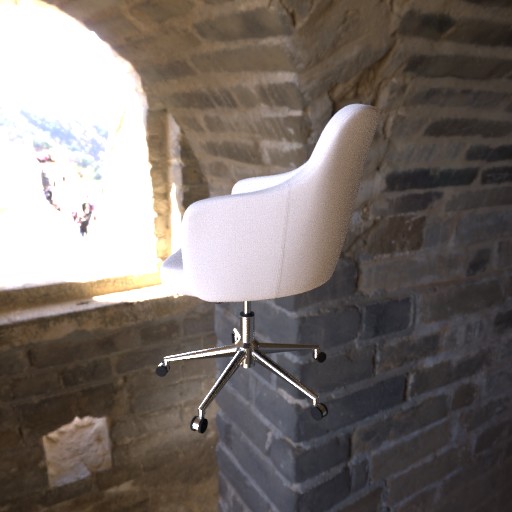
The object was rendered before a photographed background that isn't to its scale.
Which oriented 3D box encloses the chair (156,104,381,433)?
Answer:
[{"bbox_3d":[0.000,0.000,1.295,0.647,0.819,0.602,2,15,8],"label":"chair"}]
